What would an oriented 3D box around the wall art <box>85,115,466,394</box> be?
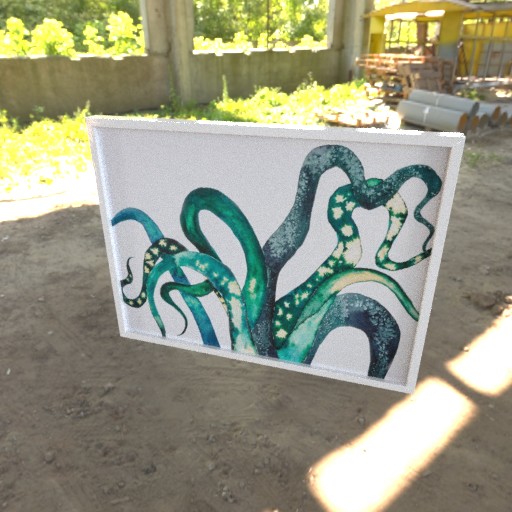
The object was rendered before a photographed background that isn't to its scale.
[{"bbox_3d":[0.000,0.000,1.367,1.041,0.787,0.053,8,27,15],"label":"wall art"}]
